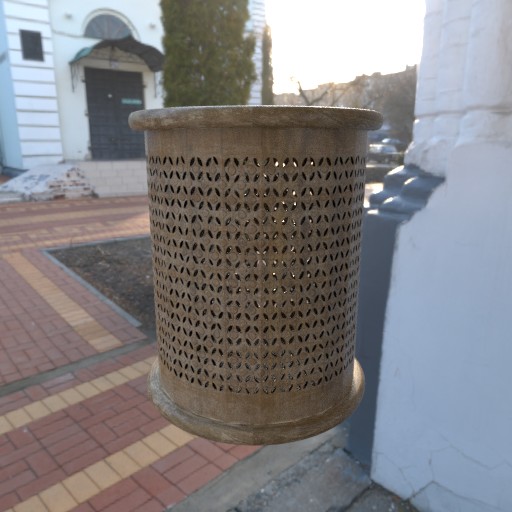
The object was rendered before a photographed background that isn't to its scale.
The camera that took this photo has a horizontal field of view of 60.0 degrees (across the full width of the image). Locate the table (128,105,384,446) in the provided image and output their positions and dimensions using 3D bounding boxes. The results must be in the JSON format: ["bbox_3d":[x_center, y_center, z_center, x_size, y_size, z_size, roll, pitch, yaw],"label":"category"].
[{"bbox_3d":[0.000,0.000,0.791,0.407,0.482,0.407,0,15,0],"label":"table"}]
